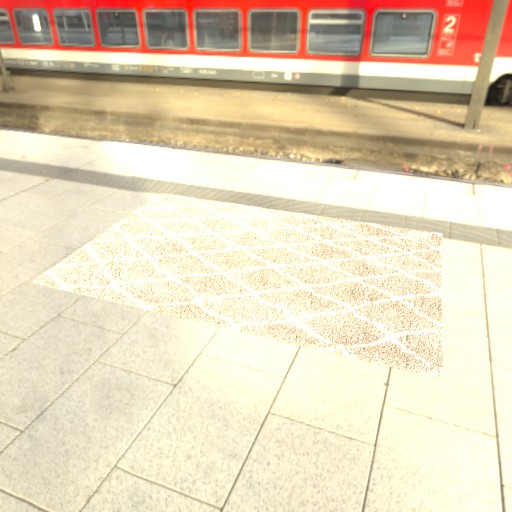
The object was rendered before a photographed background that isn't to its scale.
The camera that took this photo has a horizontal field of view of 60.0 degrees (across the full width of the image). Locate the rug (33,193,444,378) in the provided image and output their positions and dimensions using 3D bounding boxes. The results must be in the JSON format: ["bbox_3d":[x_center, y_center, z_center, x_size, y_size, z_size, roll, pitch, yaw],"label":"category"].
[{"bbox_3d":[0.000,0.000,3.466,2.743,0.030,1.778,10,31,17],"label":"rug"}]
